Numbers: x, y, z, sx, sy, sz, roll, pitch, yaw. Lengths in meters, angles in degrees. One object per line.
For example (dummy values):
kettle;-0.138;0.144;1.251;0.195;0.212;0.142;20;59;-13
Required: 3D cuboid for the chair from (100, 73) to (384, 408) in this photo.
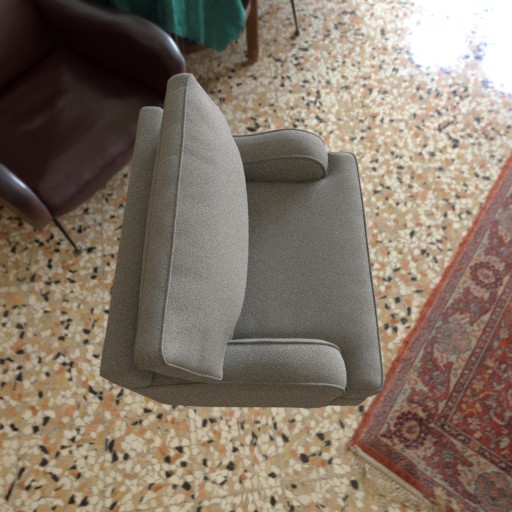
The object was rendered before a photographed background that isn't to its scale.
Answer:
chair;0.000;0.000;1.988;1.040;1.016;1.220;0;64;0
